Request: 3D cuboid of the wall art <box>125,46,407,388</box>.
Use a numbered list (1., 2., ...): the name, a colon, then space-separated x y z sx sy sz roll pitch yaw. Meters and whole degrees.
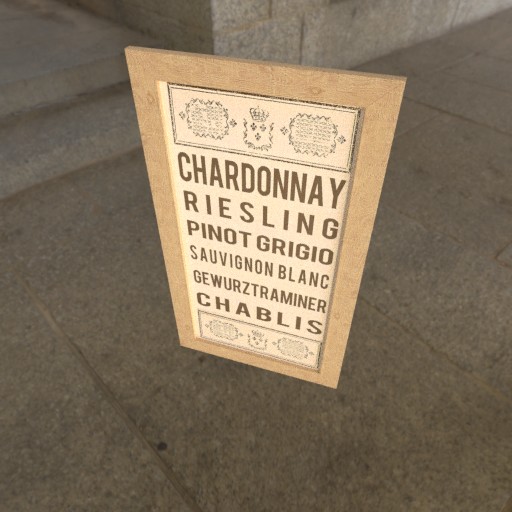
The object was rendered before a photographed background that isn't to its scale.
1. wall art: 0.000 0.000 0.807 0.381 0.683 0.013 12 44 13
